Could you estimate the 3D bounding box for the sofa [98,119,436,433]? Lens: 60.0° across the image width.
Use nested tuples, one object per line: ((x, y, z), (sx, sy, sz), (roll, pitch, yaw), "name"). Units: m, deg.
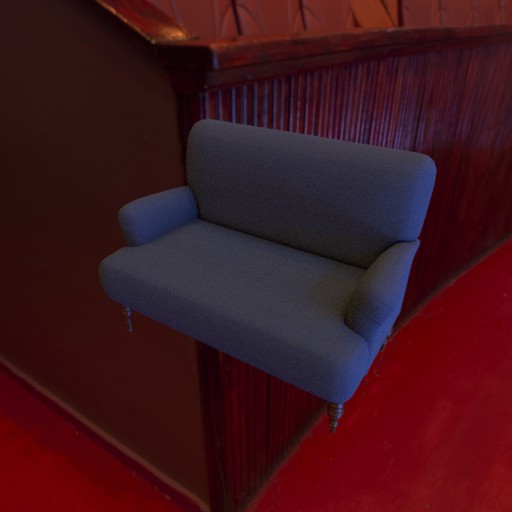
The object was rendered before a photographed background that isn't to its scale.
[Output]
((0.000, 0.000, 1.913), (1.297, 0.889, 0.779), (18, 35, 28), "sofa")
